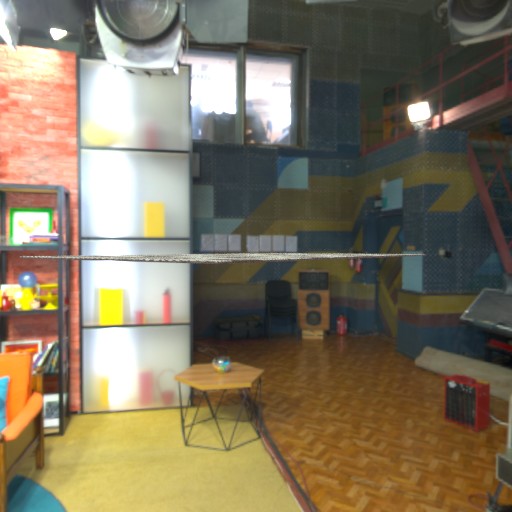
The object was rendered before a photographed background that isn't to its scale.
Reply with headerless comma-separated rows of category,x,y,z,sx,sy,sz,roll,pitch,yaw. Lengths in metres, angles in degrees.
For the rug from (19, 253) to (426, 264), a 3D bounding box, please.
rug,0.000,0.000,3.011,1.517,0.011,2.435,1,1,38
